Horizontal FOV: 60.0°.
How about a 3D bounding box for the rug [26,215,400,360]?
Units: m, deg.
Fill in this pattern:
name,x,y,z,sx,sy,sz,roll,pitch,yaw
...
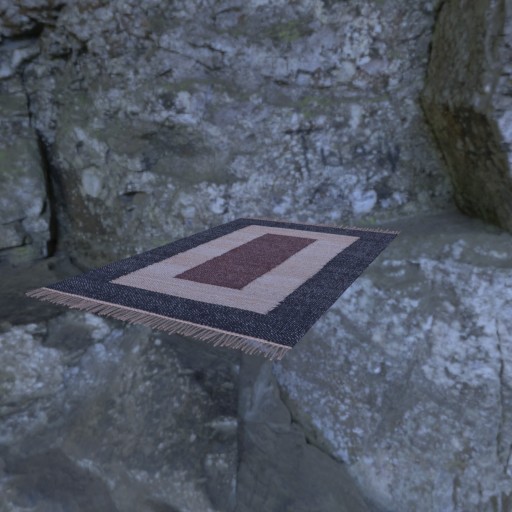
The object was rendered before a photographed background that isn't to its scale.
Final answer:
name,x,y,z,sx,sy,sz,roll,pitch,yaw
rug,0.000,0.000,2.501,1.224,0.027,2.021,8,18,27
